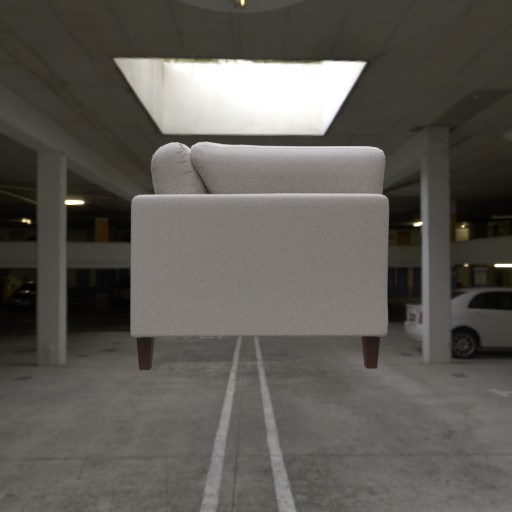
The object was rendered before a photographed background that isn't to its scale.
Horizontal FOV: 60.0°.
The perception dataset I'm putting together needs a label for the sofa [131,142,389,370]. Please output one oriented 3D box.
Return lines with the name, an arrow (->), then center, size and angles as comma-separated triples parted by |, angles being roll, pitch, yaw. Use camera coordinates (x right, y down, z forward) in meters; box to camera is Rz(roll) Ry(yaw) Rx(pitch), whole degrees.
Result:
sofa -> 0.000, 0.000, 2.710 | 0.957, 0.863, 2.301 | 0, -1, -1
